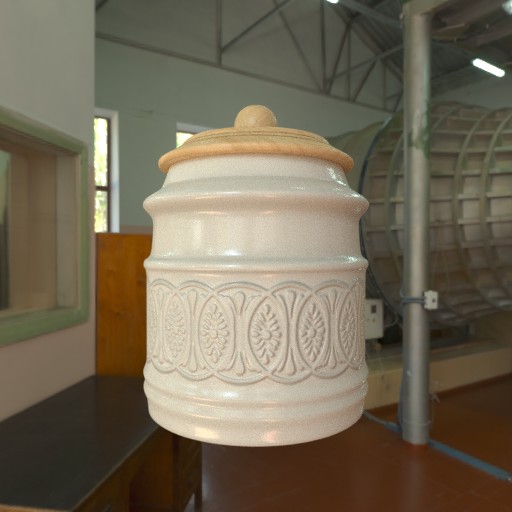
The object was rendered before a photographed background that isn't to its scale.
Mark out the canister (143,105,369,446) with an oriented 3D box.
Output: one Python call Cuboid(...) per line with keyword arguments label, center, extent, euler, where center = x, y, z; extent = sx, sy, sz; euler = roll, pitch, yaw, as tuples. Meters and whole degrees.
Cuboid(label="canister", center=(0.000, 0.000, 0.263), extent=(0.130, 0.176, 0.130), euler=(0, 1, 0))
